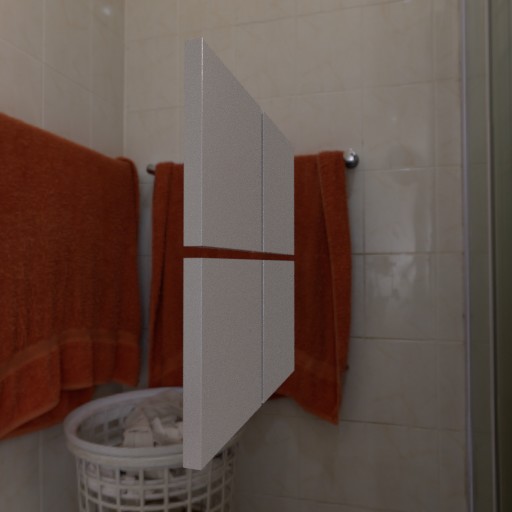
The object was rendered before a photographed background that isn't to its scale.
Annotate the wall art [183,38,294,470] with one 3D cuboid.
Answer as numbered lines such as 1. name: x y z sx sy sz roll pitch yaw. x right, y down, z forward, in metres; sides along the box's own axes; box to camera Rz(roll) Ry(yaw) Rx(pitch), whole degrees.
1. wall art: 0.000 0.000 0.922 0.029 0.611 0.611 0 -1 17
